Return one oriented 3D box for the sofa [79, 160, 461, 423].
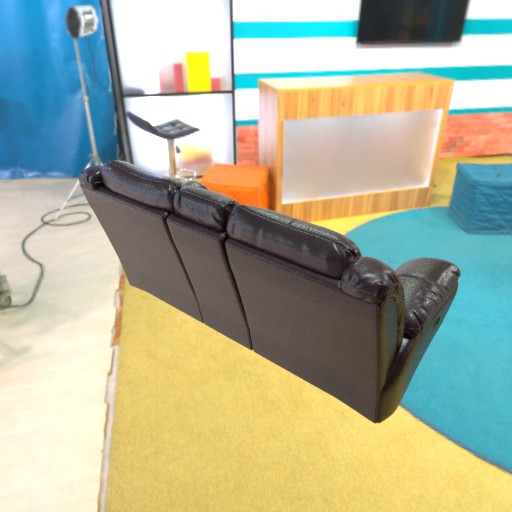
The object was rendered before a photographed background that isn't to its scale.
[{"bbox_3d":[0.000,0.000,2.605,2.058,1.043,0.991,22,36,33],"label":"sofa"}]
